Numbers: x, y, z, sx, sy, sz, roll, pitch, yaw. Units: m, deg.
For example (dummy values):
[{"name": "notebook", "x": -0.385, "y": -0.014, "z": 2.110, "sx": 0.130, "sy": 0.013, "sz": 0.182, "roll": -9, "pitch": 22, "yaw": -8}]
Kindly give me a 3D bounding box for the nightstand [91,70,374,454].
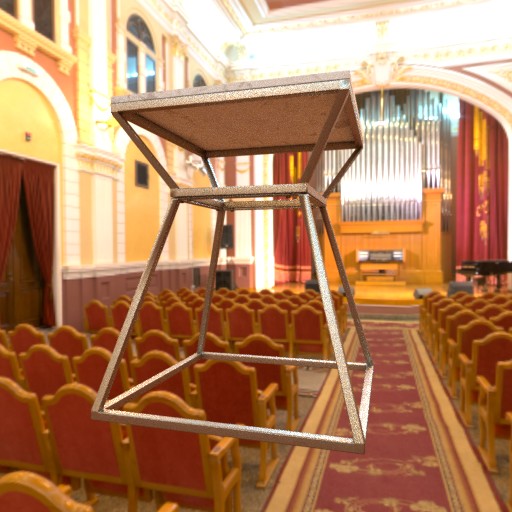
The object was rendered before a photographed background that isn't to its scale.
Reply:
[{"name": "nightstand", "x": 0.000, "y": 0.000, "z": 0.905, "sx": 0.455, "sy": 0.554, "sz": 0.455, "roll": 0, "pitch": 1, "yaw": 16}]
